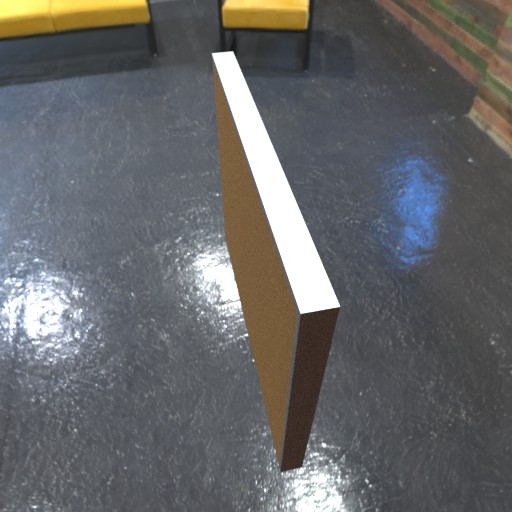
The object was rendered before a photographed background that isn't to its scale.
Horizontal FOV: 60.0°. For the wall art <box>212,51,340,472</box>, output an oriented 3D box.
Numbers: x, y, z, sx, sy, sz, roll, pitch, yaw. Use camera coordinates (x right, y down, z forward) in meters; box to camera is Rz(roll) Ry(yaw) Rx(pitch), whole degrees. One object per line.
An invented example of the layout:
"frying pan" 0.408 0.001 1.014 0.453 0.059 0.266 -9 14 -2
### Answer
"wall art" 0.000 0.000 0.750 0.037 0.450 0.557 -9 48 -8
